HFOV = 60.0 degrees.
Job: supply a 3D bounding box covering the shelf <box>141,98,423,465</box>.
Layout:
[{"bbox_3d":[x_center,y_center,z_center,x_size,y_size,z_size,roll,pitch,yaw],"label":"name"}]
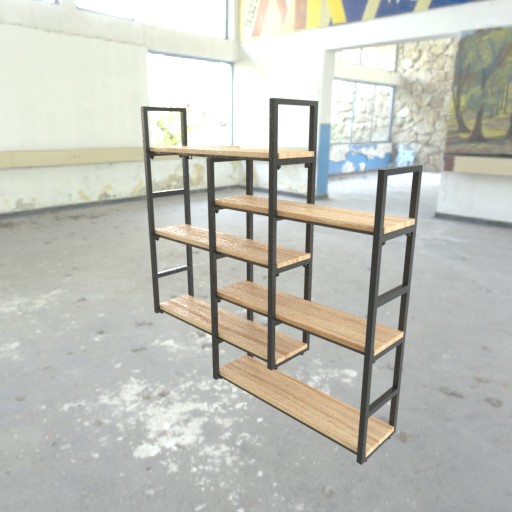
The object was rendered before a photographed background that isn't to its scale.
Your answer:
[{"bbox_3d":[0.000,0.000,1.400,0.946,0.921,0.183,15,22,42],"label":"shelf"}]
